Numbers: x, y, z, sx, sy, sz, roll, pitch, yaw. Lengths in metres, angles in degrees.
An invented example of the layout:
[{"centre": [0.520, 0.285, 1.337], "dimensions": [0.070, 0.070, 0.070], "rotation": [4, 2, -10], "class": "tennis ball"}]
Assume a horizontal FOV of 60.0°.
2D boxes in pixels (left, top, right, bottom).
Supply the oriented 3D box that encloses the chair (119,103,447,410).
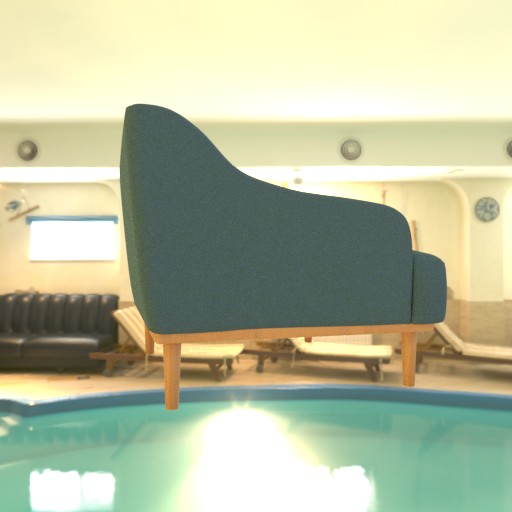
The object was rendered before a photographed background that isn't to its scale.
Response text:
[{"centre": [0.000, 0.000, 1.636], "dimensions": [0.951, 0.818, 0.946], "rotation": [0, 0, -18], "class": "chair"}]
